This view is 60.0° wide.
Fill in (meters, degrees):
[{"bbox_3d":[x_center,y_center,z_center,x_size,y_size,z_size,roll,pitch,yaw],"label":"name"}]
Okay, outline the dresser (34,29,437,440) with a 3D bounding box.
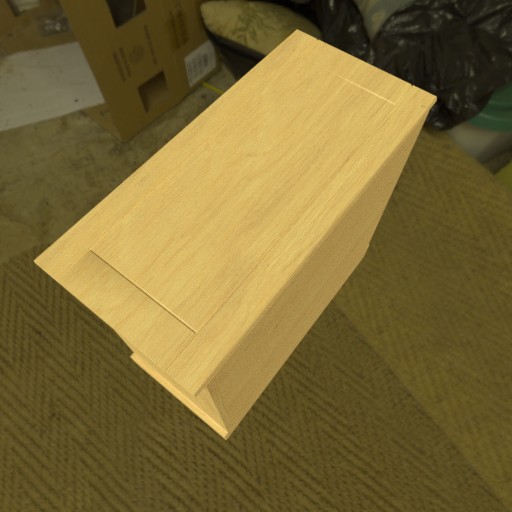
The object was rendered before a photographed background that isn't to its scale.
[{"bbox_3d":[0.000,0.000,1.368,0.440,0.835,0.915,34,67,17],"label":"dresser"}]
